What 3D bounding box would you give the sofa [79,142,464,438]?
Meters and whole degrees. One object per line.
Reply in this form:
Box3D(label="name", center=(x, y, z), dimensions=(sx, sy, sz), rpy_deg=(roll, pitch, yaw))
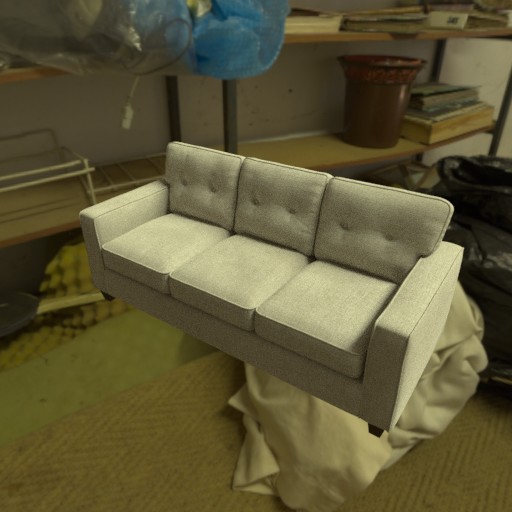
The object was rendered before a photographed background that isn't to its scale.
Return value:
Box3D(label="sofa", center=(0.000, 0.000, 2.667), dimensions=(2.133, 0.965, 0.939), rpy_deg=(19, 35, 30))
